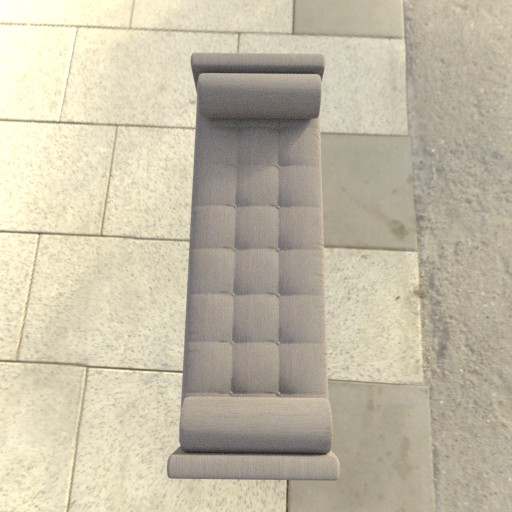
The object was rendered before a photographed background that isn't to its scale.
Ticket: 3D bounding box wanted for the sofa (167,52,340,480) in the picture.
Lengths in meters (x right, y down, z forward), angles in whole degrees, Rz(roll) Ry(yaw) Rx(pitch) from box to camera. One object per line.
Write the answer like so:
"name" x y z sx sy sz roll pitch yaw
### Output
"sofa" 0.000 0.000 2.279 0.686 0.635 1.981 1 75 0
